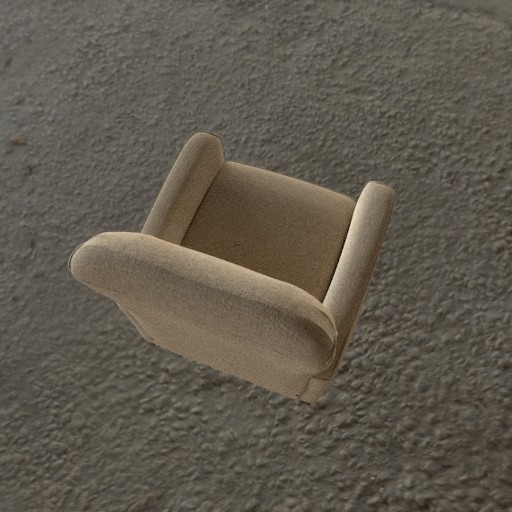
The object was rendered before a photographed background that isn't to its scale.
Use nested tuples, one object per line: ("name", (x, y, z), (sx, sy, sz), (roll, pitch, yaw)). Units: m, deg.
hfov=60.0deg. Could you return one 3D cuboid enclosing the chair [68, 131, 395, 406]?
("chair", (0.000, 0.000, 1.624), (0.841, 1.028, 0.858), (19, 64, 9))
